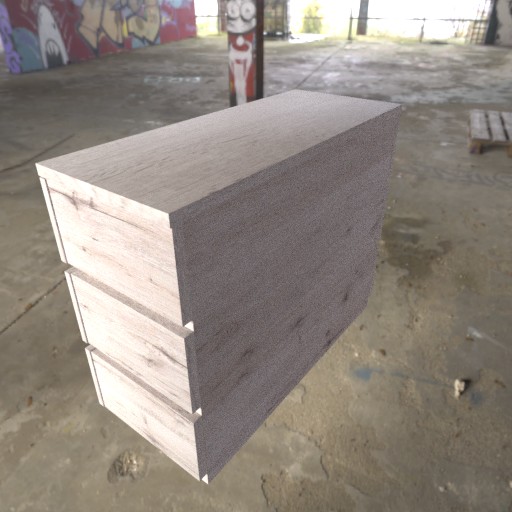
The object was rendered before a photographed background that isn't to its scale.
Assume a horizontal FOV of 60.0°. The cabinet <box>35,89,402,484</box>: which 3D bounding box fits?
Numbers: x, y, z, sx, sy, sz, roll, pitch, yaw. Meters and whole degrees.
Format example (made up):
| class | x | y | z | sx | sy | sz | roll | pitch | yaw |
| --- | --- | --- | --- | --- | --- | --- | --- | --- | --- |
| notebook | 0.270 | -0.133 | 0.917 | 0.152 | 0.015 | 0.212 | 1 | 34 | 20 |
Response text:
| class | x | y | z | sx | sy | sz | roll | pitch | yaw |
| --- | --- | --- | --- | --- | --- | --- | --- | --- | --- |
| cabinet | 0.000 | 0.000 | 1.425 | 0.420 | 0.820 | 1.040 | 21 | 37 | 31 |
